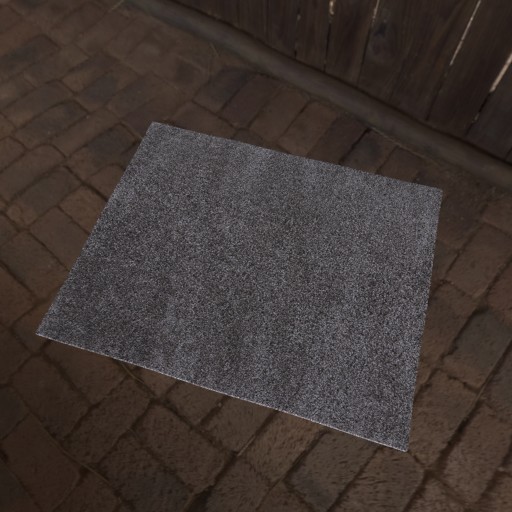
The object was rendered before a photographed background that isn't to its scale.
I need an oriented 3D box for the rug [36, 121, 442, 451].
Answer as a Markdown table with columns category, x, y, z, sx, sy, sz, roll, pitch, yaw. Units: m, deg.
| category | x | y | z | sx | sy | sz | roll | pitch | yaw |
| --- | --- | --- | --- | --- | --- | --- | --- | --- | --- |
| rug | 0.000 | 0.000 | 3.911 | 3.000 | 0.025 | 2.401 | 15 | 63 | 8 |
